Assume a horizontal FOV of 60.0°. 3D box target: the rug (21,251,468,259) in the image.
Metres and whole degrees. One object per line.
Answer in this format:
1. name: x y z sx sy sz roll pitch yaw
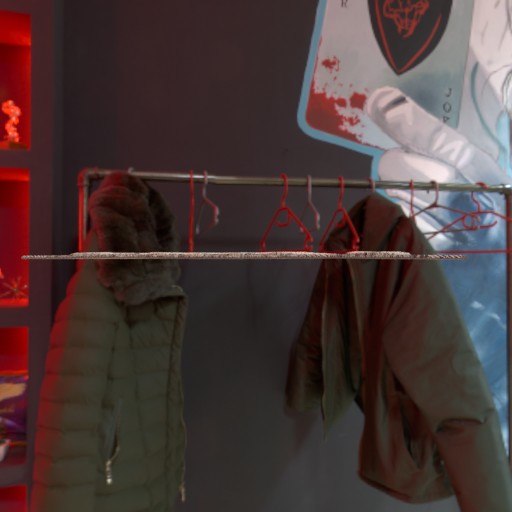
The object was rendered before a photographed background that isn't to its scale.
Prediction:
1. rug: 0.000 0.000 2.276 1.823 0.030 1.222 0 0 18
